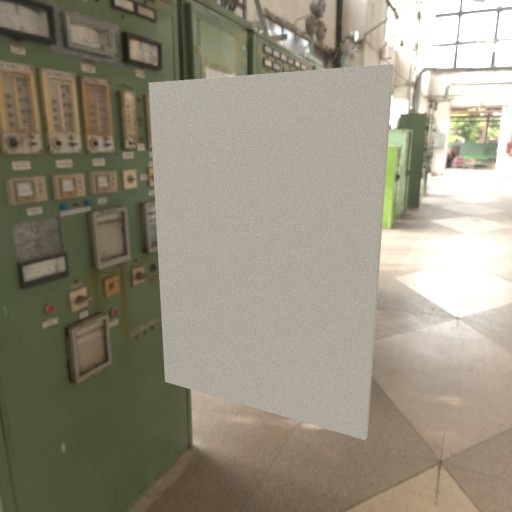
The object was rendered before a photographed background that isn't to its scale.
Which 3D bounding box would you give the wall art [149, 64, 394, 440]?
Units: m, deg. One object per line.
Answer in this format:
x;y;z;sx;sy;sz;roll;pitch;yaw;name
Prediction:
0.000;0.000;0.699;0.381;0.533;0.013;7;16;26;wall art
